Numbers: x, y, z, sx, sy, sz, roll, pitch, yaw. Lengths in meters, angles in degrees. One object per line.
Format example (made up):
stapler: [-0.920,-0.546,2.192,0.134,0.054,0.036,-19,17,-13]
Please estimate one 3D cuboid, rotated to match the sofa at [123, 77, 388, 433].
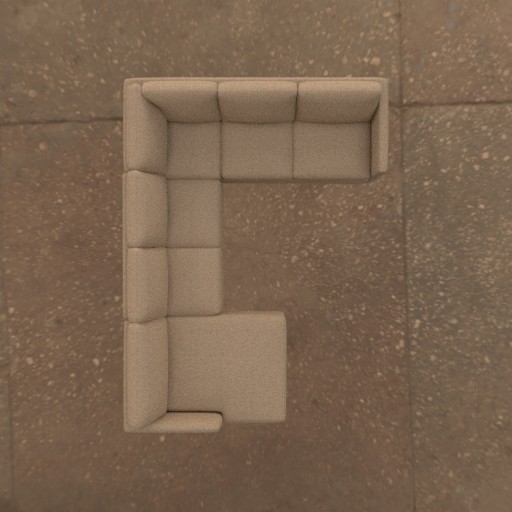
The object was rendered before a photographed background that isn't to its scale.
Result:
sofa: [0.000,0.000,4.453,2.551,0.889,3.403,0,90,0]
